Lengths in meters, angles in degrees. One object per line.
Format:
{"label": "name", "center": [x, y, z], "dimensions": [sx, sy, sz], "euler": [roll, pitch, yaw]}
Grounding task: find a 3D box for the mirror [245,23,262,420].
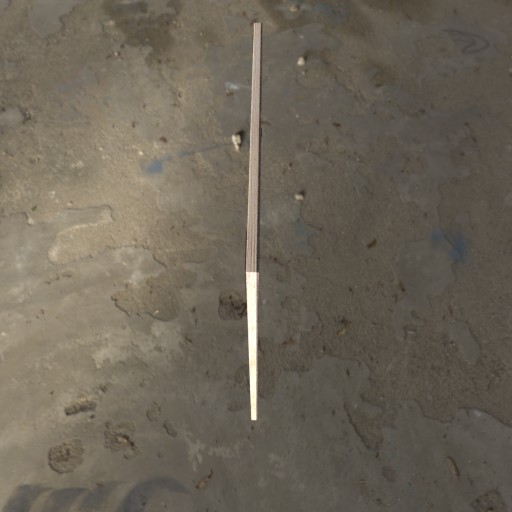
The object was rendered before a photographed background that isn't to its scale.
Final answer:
{"label": "mirror", "center": [0.000, 0.000, 1.302], "dimensions": [0.025, 0.996, 0.705], "euler": [1, 57, 0]}
